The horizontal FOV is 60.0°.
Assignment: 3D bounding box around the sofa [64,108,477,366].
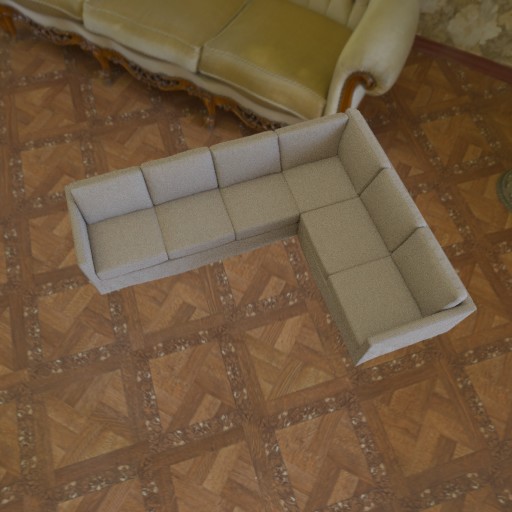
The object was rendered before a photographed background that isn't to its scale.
[{"bbox_3d":[0.000,0.000,4.282,3.182,0.871,2.432,-17,65,-8],"label":"sofa"}]
